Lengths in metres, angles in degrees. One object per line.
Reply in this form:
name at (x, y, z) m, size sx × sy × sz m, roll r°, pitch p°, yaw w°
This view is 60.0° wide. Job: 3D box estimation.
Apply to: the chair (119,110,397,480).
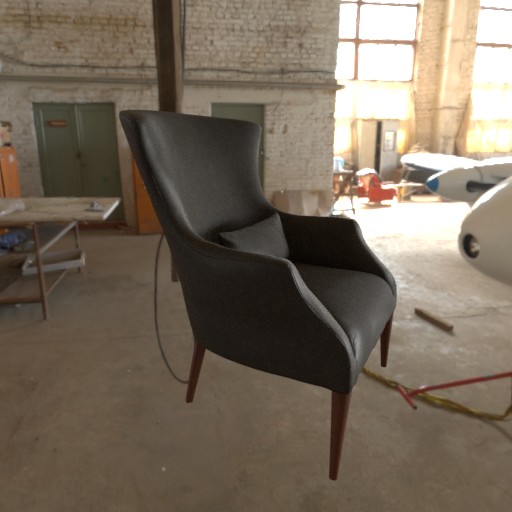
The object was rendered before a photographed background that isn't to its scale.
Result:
chair at (0.000, 0.000, 1.675) m, size 0.954 × 1.068 × 0.819 m, roll 8°, pitch 17°, yaw 26°
